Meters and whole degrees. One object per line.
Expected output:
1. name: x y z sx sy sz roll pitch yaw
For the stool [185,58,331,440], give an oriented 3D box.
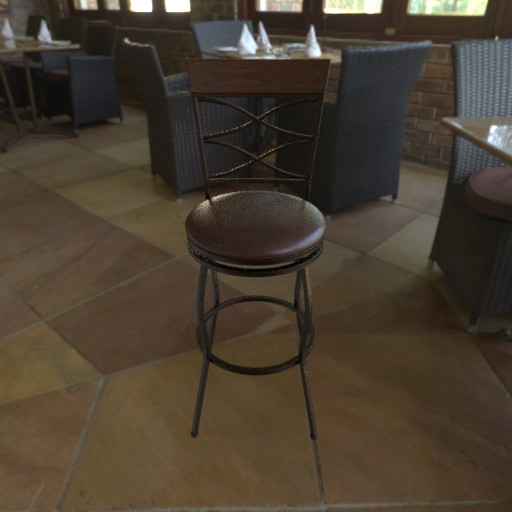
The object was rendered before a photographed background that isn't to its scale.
1. stool: 0.000 0.000 1.438 0.448 1.130 0.513 1 30 1
